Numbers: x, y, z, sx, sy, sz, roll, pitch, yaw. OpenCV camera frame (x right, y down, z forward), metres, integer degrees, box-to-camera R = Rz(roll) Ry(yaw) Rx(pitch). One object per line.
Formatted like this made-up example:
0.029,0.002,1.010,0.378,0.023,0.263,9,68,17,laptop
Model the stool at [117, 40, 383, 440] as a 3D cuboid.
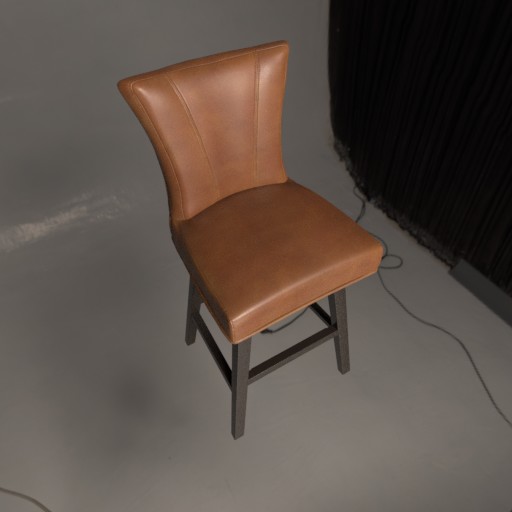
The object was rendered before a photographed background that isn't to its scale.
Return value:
0.000,0.000,1.426,0.522,1.094,0.585,-24,51,-21,stool
